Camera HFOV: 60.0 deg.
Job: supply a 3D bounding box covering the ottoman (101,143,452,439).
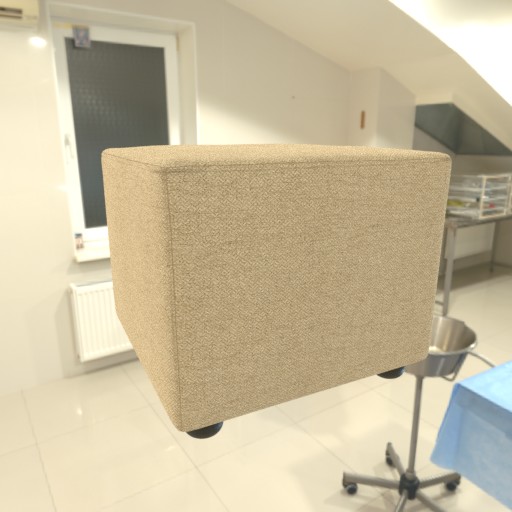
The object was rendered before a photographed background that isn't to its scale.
[{"bbox_3d":[0.000,0.000,0.891,0.508,0.432,0.508,-8,17,-26],"label":"ottoman"}]
